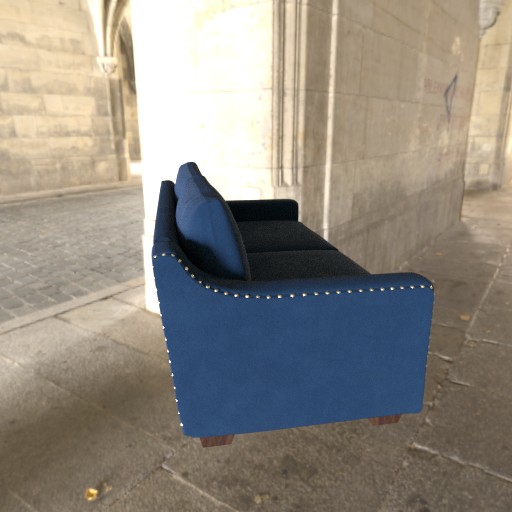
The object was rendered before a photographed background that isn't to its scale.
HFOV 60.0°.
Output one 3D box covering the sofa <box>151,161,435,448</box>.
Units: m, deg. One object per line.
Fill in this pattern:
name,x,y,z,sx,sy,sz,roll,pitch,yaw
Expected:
sofa,0.000,0.000,2.638,1.104,0.983,2.107,-3,17,-10
